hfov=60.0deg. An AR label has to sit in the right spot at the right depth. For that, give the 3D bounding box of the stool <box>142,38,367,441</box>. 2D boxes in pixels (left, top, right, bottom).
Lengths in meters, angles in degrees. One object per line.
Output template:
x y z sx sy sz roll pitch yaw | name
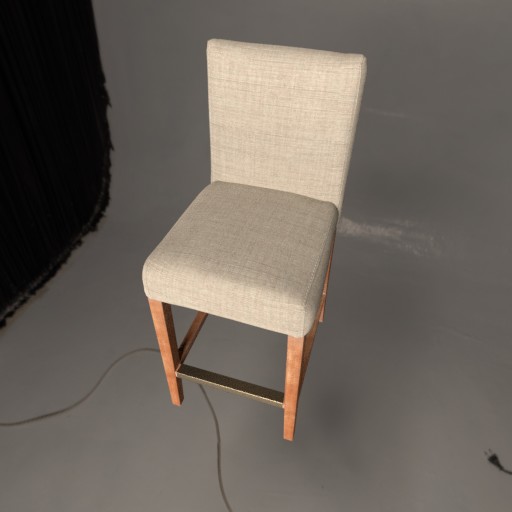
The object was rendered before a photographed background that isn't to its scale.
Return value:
0.000 0.000 1.321 0.454 1.039 0.567 12 44 13 | stool
